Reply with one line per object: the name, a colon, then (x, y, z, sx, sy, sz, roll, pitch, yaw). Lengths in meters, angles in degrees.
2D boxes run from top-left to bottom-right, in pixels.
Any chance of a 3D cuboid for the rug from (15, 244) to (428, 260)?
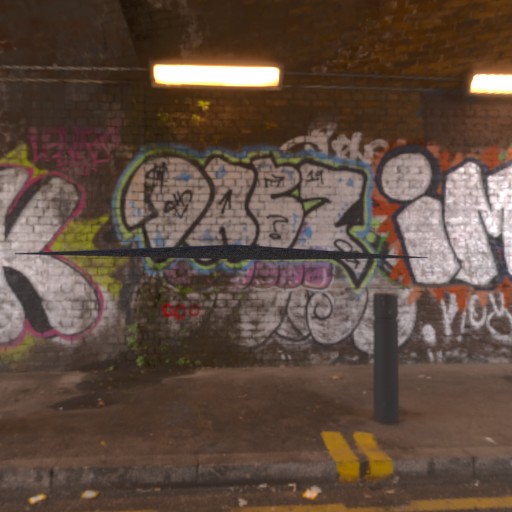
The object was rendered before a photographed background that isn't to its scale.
rug: (0.000, 0.000, 2.255, 1.200, 0.005, 1.819, -1, -2, 36)
